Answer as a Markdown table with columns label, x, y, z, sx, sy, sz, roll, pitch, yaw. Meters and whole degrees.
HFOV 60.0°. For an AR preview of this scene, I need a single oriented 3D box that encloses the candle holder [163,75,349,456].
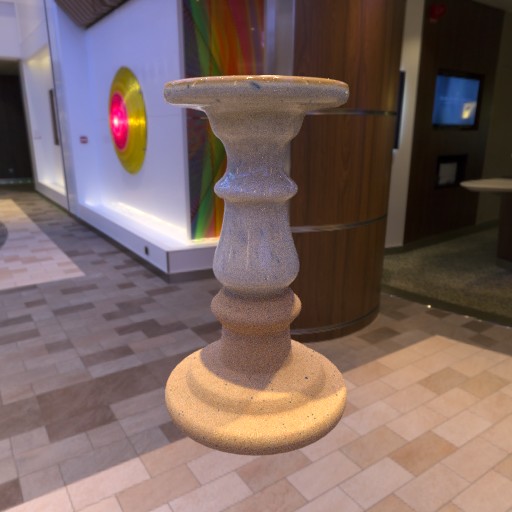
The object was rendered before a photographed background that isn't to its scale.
| label | x | y | z | sx | sy | sz | roll | pitch | yaw |
| --- | --- | --- | --- | --- | --- | --- | --- | --- | --- |
| candle holder | 0.000 | 0.000 | 0.279 | 0.123 | 0.202 | 0.123 | 0 | 16 | 0 |
